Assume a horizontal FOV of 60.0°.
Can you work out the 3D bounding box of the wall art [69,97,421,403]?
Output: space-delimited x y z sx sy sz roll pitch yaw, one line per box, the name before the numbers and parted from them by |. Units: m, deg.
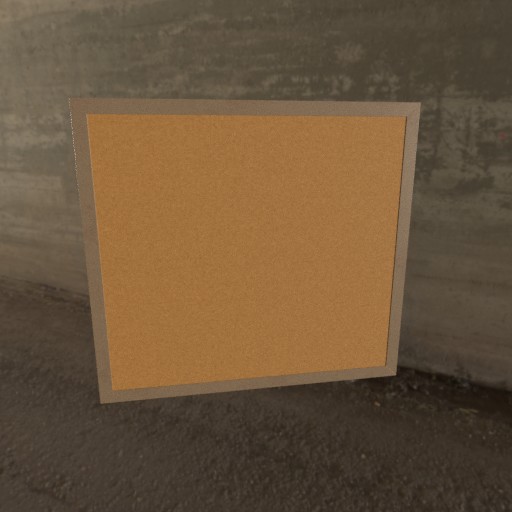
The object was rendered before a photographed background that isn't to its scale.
wall art | 0.000 0.000 1.606 1.168 1.067 0.025 -3 15 -10
